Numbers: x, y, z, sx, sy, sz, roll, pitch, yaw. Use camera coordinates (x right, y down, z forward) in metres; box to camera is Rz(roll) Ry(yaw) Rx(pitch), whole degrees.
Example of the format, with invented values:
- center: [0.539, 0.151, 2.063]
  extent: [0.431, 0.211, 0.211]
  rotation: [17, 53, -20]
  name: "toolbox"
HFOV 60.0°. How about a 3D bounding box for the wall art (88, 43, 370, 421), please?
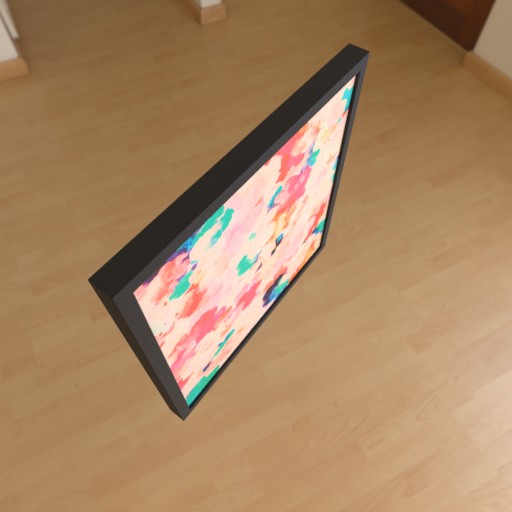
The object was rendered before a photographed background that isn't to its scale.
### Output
- center: [0.000, 0.000, 0.752]
  extent: [0.036, 0.503, 0.506]
  rotation: [32, 63, 19]
  name: "wall art"
